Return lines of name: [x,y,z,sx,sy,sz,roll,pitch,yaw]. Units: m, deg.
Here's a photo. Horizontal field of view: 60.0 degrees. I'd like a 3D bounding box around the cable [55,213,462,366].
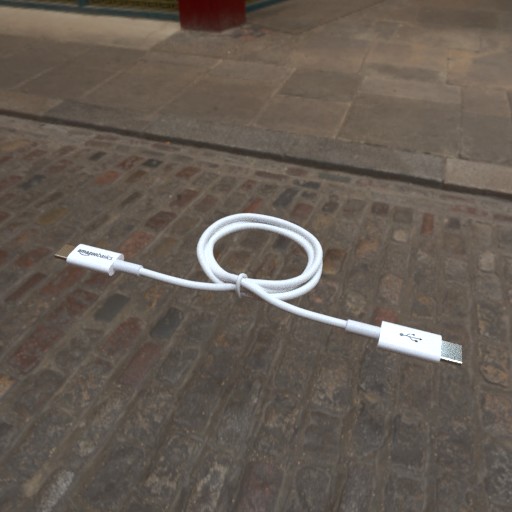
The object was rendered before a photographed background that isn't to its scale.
cable: [0.000,0.000,0.230,0.203,0.014,0.070,13,43,14]
